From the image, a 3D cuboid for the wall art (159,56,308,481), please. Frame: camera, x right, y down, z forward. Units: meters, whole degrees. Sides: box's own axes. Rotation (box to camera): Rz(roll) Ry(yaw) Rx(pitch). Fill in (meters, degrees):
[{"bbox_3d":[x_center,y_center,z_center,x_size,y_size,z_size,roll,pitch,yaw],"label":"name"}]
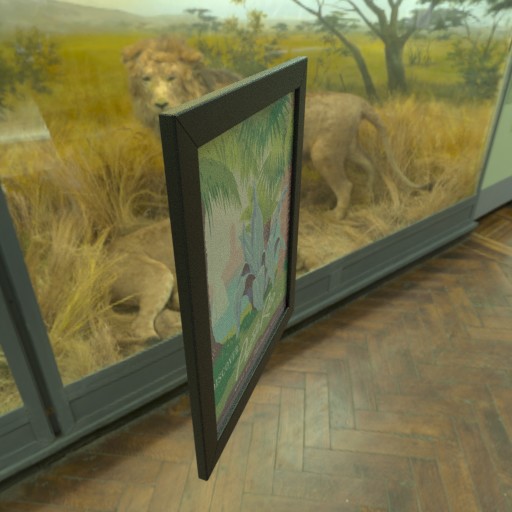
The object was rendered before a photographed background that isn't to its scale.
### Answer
[{"bbox_3d":[0.000,0.000,0.766,0.018,0.582,0.481,11,32,18],"label":"wall art"}]
